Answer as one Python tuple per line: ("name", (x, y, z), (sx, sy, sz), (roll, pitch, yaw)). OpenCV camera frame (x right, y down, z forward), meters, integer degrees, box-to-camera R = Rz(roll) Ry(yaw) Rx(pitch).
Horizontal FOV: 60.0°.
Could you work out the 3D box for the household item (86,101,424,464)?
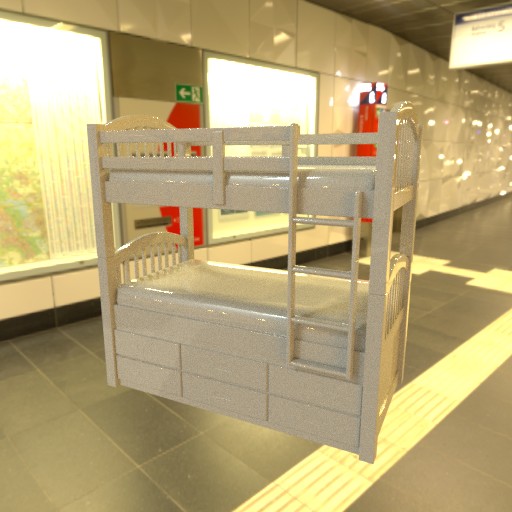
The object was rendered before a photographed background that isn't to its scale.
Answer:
("household item", (0.000, 0.000, 3.222), (2.032, 2.032, 1.143), (6, 14, 26))
